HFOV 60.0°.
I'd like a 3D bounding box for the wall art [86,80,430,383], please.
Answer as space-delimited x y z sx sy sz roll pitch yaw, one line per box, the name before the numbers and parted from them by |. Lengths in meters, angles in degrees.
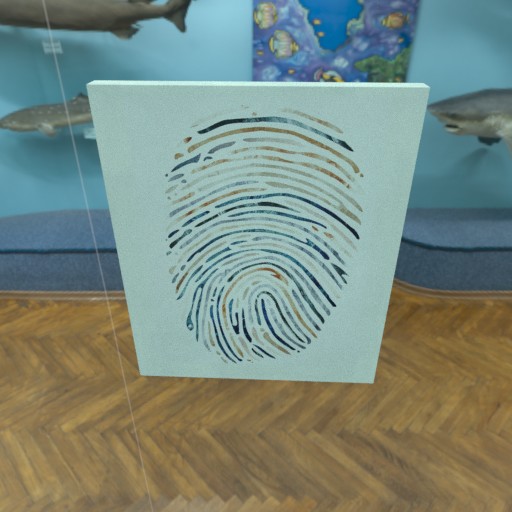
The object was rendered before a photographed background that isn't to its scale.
wall art | 0.000 0.000 0.824 0.508 0.606 0.037 1 31 2
